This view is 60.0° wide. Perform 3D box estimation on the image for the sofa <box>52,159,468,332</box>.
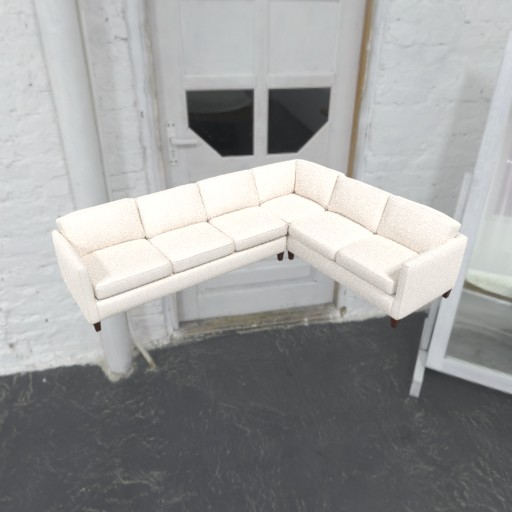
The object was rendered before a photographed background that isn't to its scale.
[{"bbox_3d":[0.000,0.000,4.489,3.302,0.947,2.593,-20,36,-30],"label":"sofa"}]
